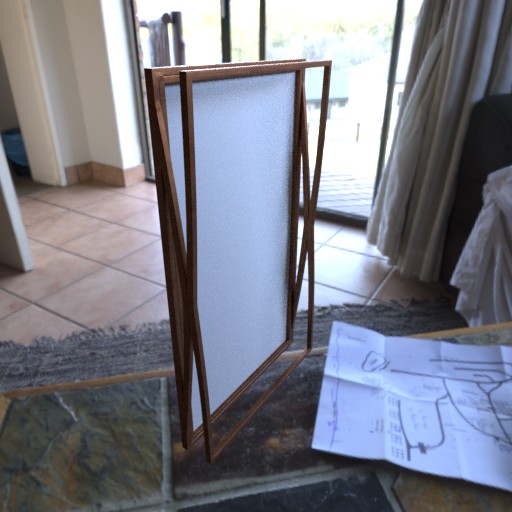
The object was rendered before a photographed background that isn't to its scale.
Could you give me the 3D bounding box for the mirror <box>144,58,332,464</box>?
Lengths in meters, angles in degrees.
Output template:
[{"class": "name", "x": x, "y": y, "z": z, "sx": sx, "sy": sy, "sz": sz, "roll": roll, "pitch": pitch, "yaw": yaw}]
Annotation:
[{"class": "mirror", "x": 0.000, "y": 0.000, "z": 0.961, "sx": 0.082, "sy": 0.768, "sz": 0.468, "roll": 16, "pitch": 30, "yaw": 30}]
